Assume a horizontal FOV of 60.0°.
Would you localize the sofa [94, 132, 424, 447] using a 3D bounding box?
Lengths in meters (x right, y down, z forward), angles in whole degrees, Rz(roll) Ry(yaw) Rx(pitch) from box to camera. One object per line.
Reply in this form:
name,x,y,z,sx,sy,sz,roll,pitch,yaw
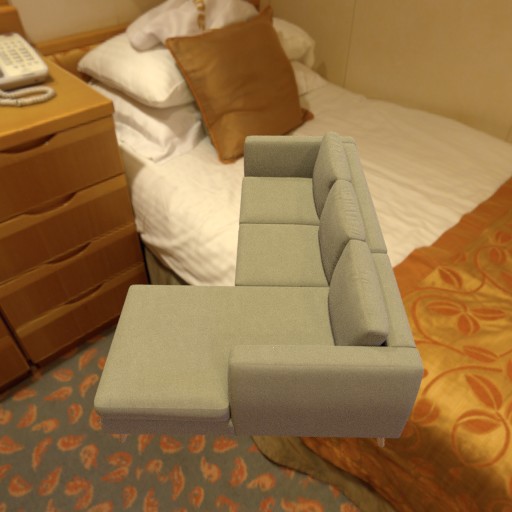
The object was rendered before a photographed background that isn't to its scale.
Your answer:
sofa,0.000,0.000,3.008,1.580,0.860,2.300,1,42,1
